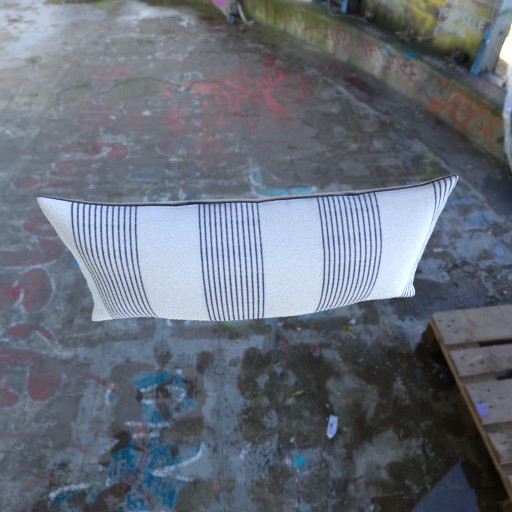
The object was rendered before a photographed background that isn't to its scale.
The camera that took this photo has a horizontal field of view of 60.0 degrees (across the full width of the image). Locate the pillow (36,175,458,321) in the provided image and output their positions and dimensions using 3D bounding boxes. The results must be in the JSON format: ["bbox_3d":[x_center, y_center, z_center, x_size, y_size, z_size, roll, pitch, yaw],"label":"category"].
[{"bbox_3d":[0.000,0.000,0.733,0.610,0.287,0.151,-4,47,-4],"label":"pillow"}]
